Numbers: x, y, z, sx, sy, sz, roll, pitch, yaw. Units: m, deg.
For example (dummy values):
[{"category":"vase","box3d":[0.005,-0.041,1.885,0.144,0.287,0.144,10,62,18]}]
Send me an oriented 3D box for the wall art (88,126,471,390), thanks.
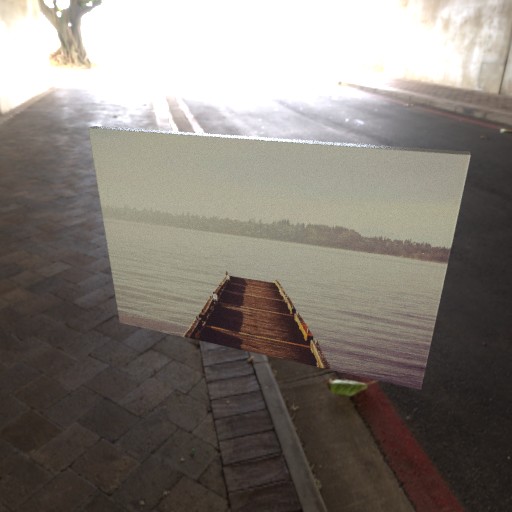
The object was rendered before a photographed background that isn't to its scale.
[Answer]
[{"category":"wall art","box3d":[0.000,0.000,0.782,0.615,0.410,0.021,9,27,17]}]
